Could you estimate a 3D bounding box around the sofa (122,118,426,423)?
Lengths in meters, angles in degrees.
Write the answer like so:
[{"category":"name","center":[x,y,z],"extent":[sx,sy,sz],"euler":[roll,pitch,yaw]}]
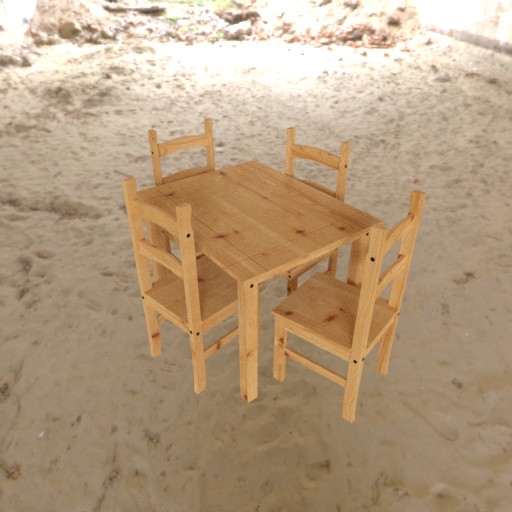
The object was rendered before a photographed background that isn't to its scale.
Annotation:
[{"category":"sofa","center":[0.000,0.000,2.274],"extent":[1.144,1.000,1.529],"euler":[-22,39,-30]}]
